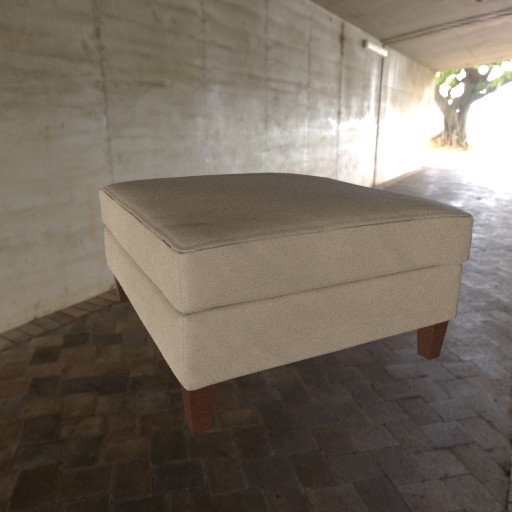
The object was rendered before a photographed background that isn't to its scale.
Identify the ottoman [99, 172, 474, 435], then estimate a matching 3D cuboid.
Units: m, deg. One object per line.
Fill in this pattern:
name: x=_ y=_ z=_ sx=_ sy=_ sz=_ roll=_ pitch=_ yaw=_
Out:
ottoman: x=0.000 y=0.000 z=1.464 sx=0.836 sy=0.492 sz=1.002 roll=-8 pitch=18 yaw=-26
